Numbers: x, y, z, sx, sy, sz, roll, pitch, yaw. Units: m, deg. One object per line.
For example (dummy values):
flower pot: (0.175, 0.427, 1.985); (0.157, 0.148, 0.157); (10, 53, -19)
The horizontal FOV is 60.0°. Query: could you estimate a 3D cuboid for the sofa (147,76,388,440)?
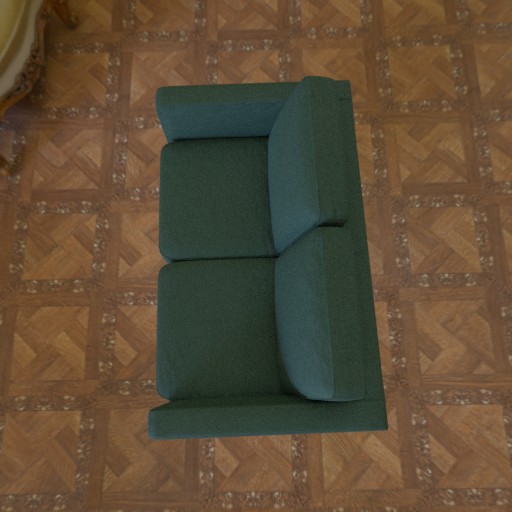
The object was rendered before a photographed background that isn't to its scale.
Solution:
sofa: (0.000, 0.000, 1.956); (0.879, 0.899, 1.430); (-2, 75, -1)
